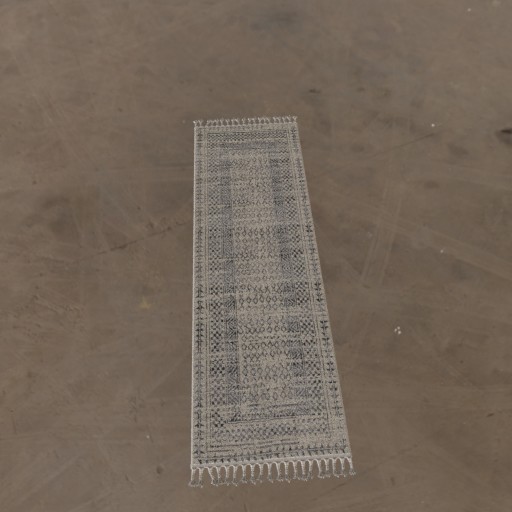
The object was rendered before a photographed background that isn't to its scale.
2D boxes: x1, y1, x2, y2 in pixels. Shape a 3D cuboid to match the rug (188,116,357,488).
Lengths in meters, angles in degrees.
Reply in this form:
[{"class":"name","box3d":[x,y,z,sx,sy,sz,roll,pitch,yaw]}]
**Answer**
[{"class":"rug","box3d":[0.000,0.000,2.698,0.786,0.013,2.480,-3,58,-2]}]
